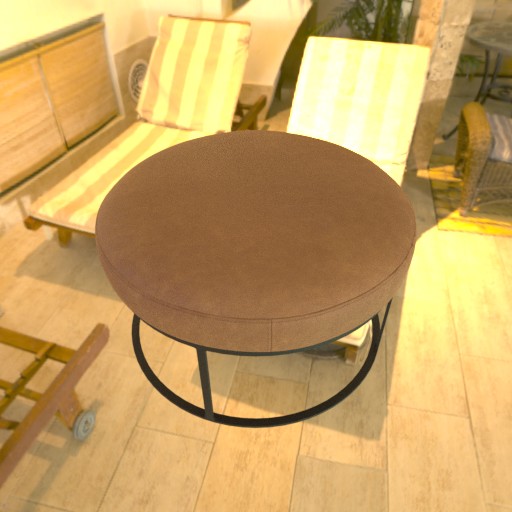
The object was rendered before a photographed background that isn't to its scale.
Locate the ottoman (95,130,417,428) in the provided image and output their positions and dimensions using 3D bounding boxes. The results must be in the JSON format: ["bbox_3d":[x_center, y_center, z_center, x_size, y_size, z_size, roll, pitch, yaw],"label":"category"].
[{"bbox_3d":[0.000,0.000,1.197,0.771,0.460,0.771,0,40,0],"label":"ottoman"}]
